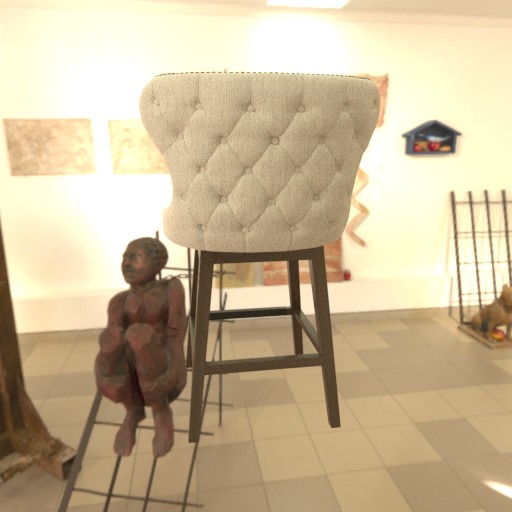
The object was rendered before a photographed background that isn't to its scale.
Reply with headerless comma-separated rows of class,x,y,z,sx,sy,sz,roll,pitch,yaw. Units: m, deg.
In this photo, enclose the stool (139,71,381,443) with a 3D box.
stool,0.000,0.000,1.346,0.615,0.972,0.597,-2,15,-9
